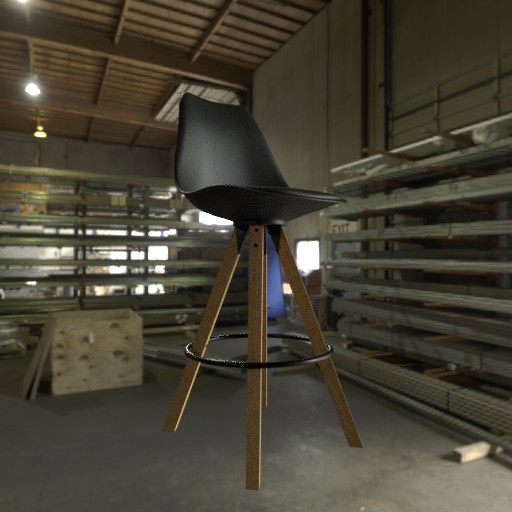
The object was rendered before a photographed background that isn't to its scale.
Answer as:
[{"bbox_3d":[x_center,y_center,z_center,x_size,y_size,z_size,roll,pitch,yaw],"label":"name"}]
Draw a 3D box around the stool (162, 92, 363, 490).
[{"bbox_3d":[0.000,0.000,1.373,0.485,1.115,0.550,0,0,-38],"label":"stool"}]
